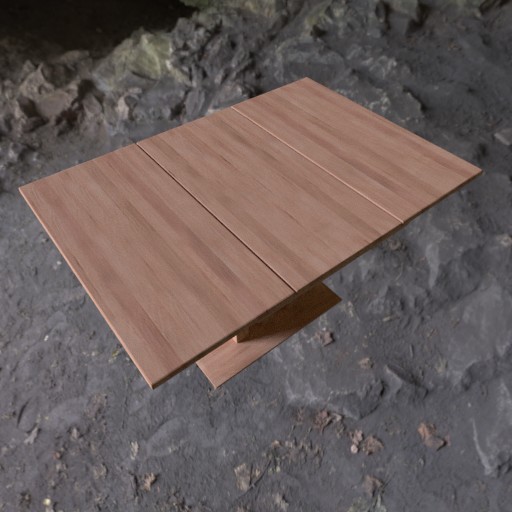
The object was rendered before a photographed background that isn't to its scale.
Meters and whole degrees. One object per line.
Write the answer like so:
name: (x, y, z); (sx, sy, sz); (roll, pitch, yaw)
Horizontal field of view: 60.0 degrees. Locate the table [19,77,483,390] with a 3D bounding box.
table: (0.000, 0.000, 1.783); (1.300, 0.770, 0.900); (-30, 54, -25)
